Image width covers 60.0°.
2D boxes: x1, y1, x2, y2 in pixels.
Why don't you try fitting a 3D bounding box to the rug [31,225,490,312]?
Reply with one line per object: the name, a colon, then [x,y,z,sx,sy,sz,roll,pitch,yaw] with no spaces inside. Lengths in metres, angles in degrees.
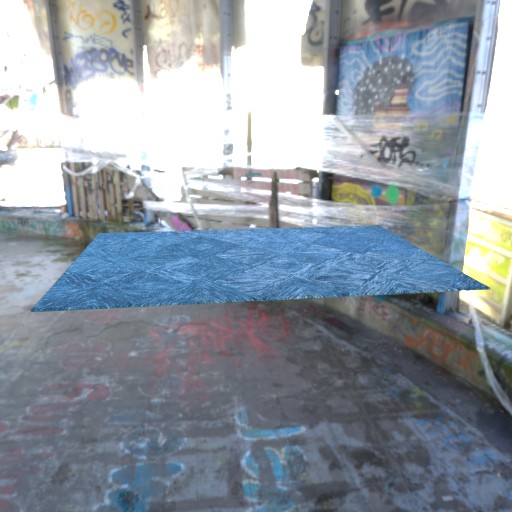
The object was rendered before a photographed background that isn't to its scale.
rug: [0.000,0.000,2.879,2.277,0.015,1.490,-2,17,-7]
